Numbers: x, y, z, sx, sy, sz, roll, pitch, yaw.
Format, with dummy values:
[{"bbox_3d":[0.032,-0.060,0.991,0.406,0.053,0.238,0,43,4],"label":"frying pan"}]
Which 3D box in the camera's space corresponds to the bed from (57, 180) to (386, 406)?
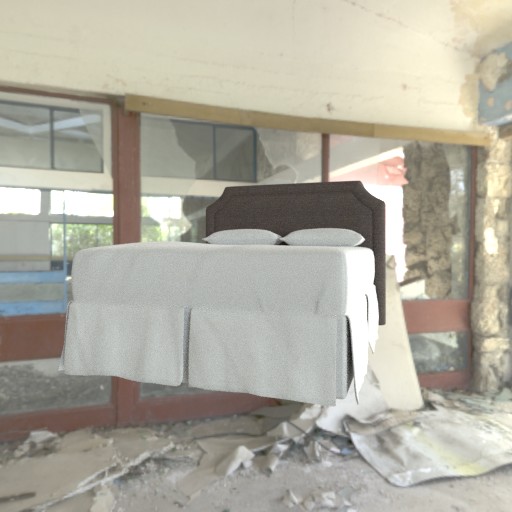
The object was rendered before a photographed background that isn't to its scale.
[{"bbox_3d":[0.000,0.000,3.131,1.693,1.290,2.116,0,1,18],"label":"bed"}]
